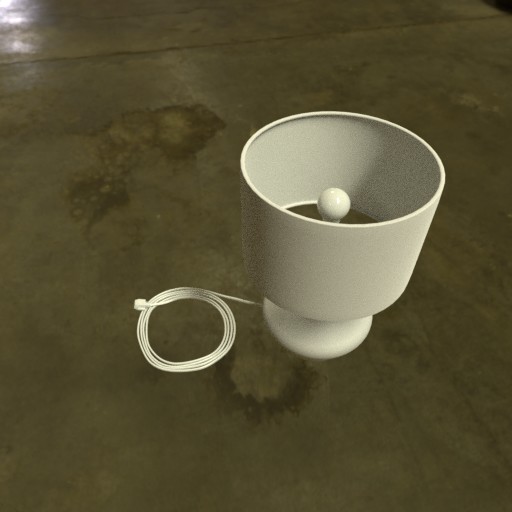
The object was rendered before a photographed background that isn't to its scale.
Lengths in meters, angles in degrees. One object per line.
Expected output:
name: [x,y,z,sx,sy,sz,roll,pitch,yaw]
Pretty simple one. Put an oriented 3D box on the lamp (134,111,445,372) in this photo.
lamp: [0.000,0.000,0.849,0.546,0.457,0.401,23,50,21]
